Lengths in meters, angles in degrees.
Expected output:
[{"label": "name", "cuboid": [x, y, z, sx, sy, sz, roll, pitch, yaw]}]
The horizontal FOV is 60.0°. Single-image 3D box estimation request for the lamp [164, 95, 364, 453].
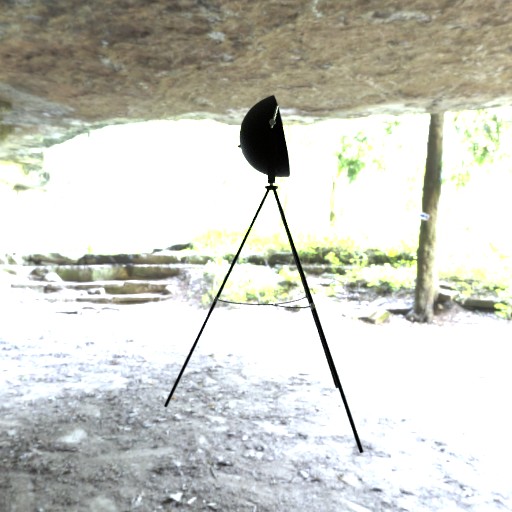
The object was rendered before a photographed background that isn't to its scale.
[{"label": "lamp", "cuboid": [0.000, 0.000, 2.109, 0.920, 1.512, 0.817, 0, 1, 1]}]
